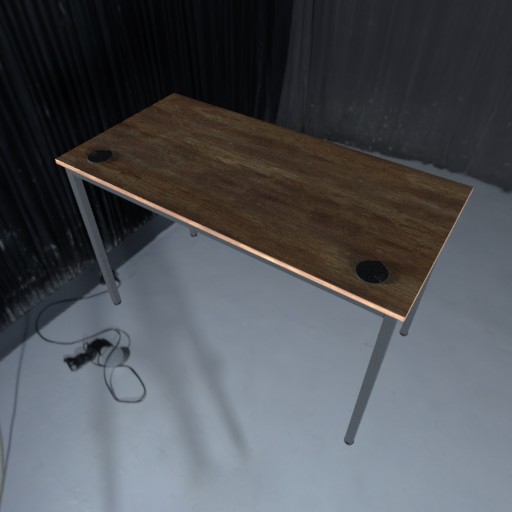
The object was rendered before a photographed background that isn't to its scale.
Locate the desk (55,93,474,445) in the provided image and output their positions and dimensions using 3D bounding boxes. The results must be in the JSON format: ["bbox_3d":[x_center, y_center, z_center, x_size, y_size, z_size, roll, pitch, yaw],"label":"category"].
[{"bbox_3d":[0.000,0.000,1.672,1.200,0.749,0.600,25,50,23],"label":"desk"}]
